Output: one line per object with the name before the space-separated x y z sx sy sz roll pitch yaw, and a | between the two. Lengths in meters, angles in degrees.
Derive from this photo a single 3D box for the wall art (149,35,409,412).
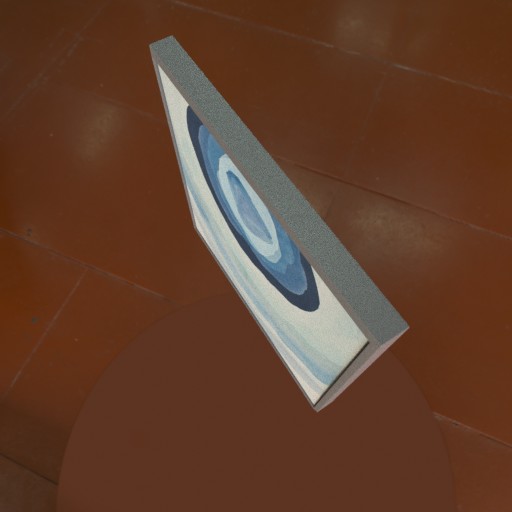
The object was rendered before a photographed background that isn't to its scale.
wall art | 0.000 0.000 0.520 0.028 0.349 0.349 -30 67 -14
